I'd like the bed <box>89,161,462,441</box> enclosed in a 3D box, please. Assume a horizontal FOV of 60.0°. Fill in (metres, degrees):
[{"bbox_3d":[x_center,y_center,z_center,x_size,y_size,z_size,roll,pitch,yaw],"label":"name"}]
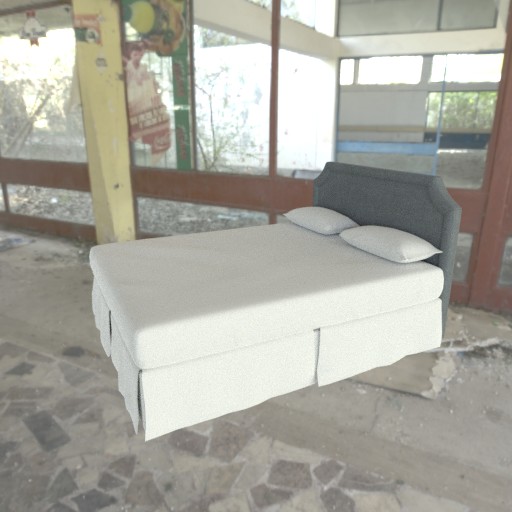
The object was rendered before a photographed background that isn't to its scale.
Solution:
[{"bbox_3d":[0.000,0.000,3.612,2.464,1.306,1.977,-8,19,-25],"label":"bed"}]
